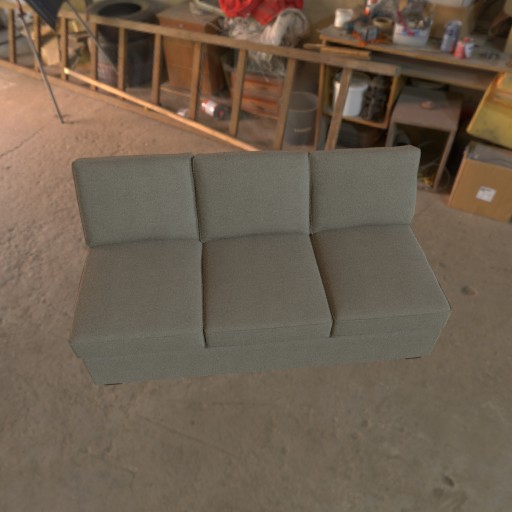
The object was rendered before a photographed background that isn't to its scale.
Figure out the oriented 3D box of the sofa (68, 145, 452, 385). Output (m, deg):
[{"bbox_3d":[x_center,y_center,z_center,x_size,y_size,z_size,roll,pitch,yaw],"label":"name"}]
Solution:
[{"bbox_3d":[0.000,0.000,2.727,2.092,1.036,1.127,-4,46,-4],"label":"sofa"}]
